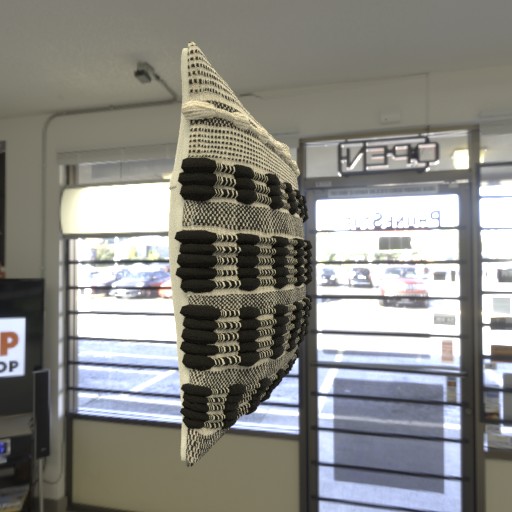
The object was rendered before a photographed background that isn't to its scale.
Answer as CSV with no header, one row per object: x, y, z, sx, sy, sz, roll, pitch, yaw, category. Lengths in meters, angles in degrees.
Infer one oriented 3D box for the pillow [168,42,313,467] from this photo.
0.000,0.000,0.656,0.156,0.438,0.436,0,-1,17,pillow
